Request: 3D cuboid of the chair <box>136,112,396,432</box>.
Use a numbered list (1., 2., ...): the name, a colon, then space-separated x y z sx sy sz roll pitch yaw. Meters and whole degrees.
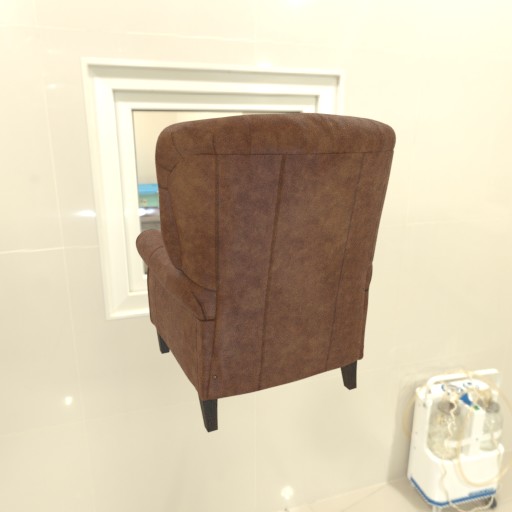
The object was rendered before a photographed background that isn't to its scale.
1. chair: 0.000 0.000 1.938 0.951 1.164 1.059 -7 17 -25
